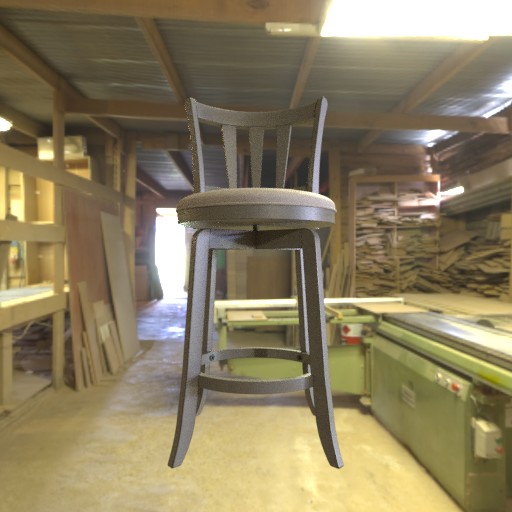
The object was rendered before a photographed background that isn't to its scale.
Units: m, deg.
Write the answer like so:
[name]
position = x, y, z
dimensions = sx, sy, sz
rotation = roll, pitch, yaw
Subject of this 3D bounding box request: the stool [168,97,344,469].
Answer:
[stool]
position = 0.000, 0.000, 1.242
dimensions = 0.450, 0.994, 0.486
rotation = 0, 0, 0
